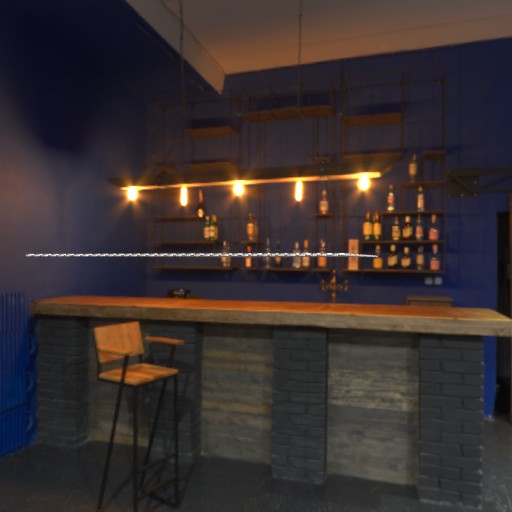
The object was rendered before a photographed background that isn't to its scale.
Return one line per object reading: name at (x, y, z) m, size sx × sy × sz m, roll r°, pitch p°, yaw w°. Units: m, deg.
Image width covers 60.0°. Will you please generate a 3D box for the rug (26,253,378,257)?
rug at (0.000, 0.000, 2.447) m, size 1.196 × 0.008 × 2.006 m, roll 0°, pitch 0°, yaw 19°
